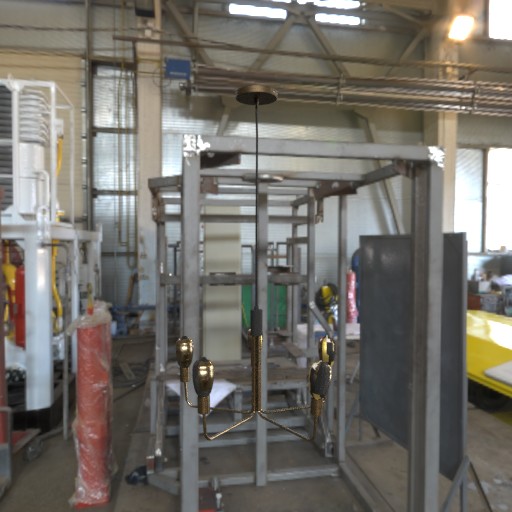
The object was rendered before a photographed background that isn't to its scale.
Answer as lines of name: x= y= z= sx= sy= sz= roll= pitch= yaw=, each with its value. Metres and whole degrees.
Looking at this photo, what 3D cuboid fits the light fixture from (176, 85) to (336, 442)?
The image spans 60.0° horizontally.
light fixture: x=0.000 y=0.000 z=1.422 sx=0.588 sy=1.059 sz=0.532 roll=1 pitch=2 yaw=35
